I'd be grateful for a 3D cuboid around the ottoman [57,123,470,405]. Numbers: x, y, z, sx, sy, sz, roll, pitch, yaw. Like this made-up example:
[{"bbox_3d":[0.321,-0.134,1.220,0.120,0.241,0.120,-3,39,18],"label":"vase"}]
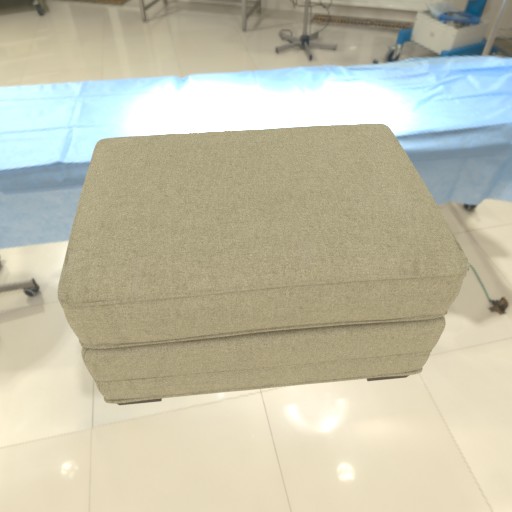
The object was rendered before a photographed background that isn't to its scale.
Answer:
[{"bbox_3d":[0.000,0.000,1.200,0.848,0.508,0.611,-4,47,-4],"label":"ottoman"}]
